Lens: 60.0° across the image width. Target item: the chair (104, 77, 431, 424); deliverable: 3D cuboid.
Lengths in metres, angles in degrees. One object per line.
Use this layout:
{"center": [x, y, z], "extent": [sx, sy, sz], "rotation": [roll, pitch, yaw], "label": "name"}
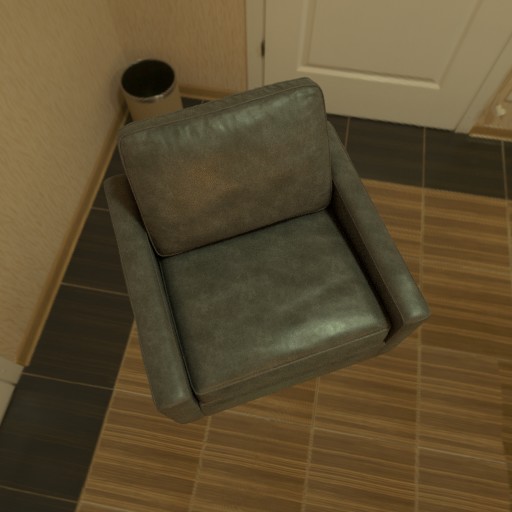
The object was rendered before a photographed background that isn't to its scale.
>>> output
{"center": [0.000, 0.000, 1.751], "extent": [1.006, 0.916, 0.939], "rotation": [-17, 66, -8], "label": "chair"}
